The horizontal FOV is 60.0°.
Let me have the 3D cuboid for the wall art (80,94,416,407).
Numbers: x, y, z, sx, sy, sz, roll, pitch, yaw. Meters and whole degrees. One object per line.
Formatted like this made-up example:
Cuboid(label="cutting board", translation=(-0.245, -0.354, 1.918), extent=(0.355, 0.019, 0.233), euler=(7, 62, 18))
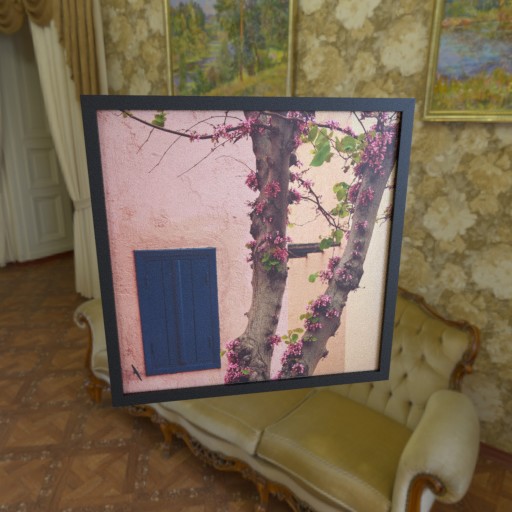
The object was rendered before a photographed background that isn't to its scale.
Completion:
Cuboid(label="wall art", translation=(0.000, 0.000, 0.752), extent=(0.508, 0.508, 0.038), euler=(-3, 17, -9))
